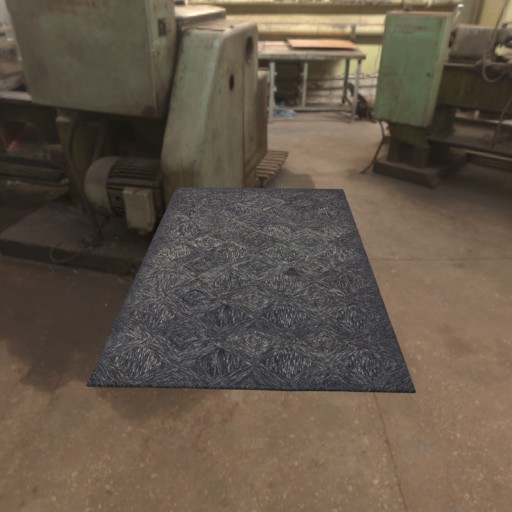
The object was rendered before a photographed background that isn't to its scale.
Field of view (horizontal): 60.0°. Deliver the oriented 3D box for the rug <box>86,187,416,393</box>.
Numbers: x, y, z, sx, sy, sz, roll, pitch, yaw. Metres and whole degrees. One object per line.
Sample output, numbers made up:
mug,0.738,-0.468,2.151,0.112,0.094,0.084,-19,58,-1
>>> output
rug,0.000,0.000,2.268,1.139,0.010,1.754,1,32,1
